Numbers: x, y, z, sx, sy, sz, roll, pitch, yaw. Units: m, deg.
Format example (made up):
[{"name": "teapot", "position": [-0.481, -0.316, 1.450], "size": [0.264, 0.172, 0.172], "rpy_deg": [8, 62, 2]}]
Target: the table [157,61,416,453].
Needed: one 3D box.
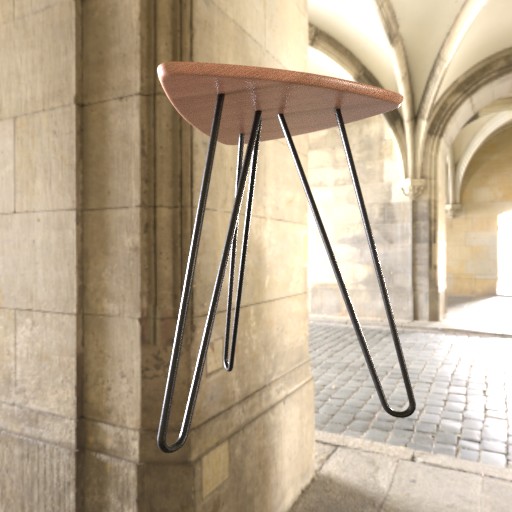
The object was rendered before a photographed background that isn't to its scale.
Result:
[{"name": "table", "position": [0.000, 0.000, 0.892], "size": [0.442, 0.564, 0.455], "rpy_deg": [0, 1, -19]}]
